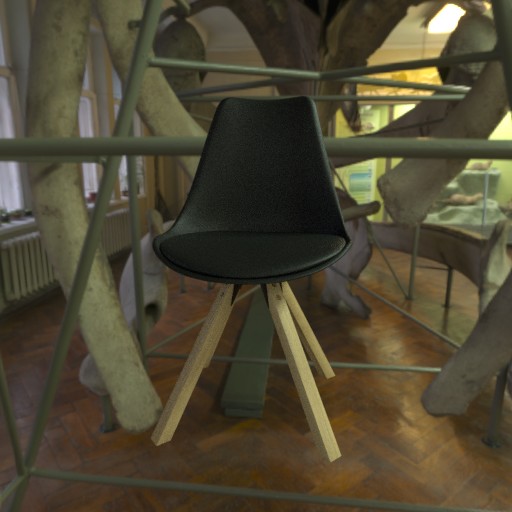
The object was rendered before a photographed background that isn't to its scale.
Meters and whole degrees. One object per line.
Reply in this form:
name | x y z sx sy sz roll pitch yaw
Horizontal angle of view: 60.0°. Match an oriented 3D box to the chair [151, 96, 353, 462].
chair | 0.000 0.000 1.172 0.485 0.850 0.549 2 14 8
